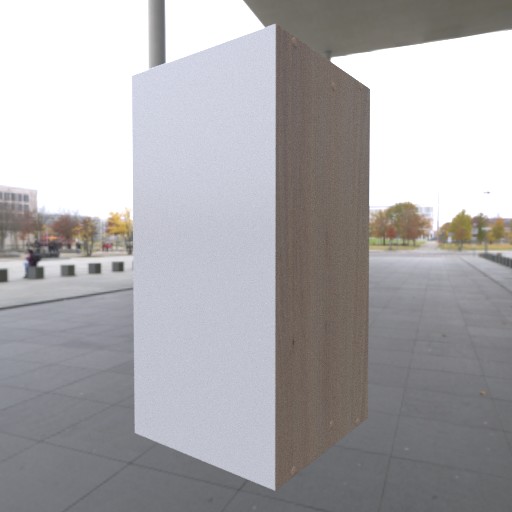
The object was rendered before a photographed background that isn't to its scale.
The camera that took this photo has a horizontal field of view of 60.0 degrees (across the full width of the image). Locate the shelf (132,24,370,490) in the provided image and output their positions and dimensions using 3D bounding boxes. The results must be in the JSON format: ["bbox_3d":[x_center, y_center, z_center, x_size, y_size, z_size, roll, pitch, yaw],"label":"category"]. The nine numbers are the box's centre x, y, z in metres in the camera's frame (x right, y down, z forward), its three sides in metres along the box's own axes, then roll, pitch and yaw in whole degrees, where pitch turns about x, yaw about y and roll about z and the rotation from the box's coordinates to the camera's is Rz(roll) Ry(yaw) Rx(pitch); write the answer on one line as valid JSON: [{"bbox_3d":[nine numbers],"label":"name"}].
[{"bbox_3d":[0.000,0.000,0.767,0.290,0.594,0.297,1,2,37],"label":"shelf"}]
